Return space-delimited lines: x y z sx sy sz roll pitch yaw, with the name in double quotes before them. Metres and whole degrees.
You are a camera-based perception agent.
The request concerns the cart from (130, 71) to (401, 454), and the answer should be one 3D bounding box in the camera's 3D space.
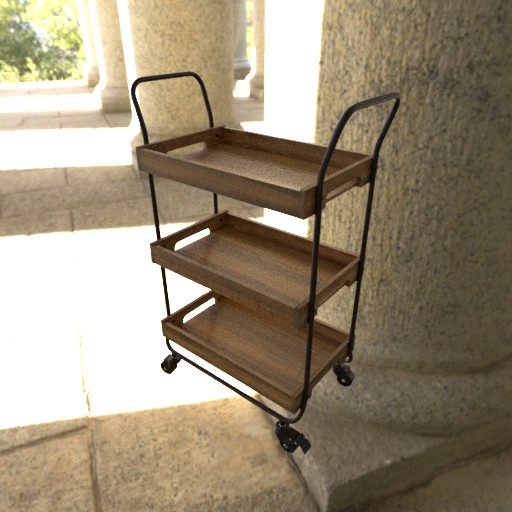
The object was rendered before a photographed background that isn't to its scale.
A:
"cart" 0.000 0.000 1.171 0.583 0.857 0.339 21 35 33
